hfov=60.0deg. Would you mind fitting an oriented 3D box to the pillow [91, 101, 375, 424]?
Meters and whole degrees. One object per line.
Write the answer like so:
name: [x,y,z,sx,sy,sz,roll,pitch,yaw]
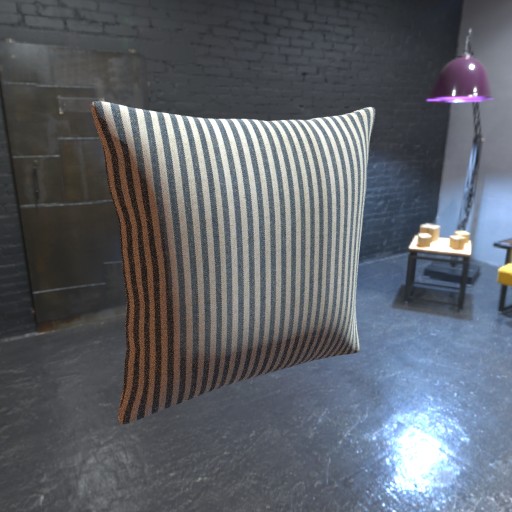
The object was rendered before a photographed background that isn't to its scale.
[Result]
pillow: [0.000,0.000,0.787,0.523,0.510,0.166,-9,19,-28]
